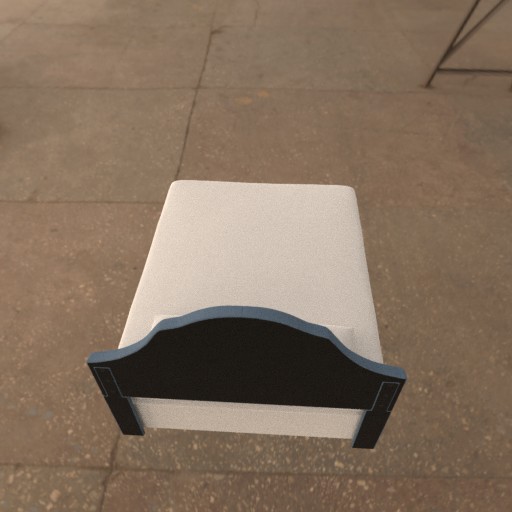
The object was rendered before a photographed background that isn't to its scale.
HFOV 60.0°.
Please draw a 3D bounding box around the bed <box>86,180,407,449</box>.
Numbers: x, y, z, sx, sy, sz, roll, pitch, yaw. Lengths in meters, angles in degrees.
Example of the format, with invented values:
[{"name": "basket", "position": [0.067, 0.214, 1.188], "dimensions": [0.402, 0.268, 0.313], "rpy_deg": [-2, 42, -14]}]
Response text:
[{"name": "bed", "position": [0.000, 0.000, 3.735], "dimensions": [2.039, 1.617, 2.477], "rpy_deg": [2, 45, 2]}]
